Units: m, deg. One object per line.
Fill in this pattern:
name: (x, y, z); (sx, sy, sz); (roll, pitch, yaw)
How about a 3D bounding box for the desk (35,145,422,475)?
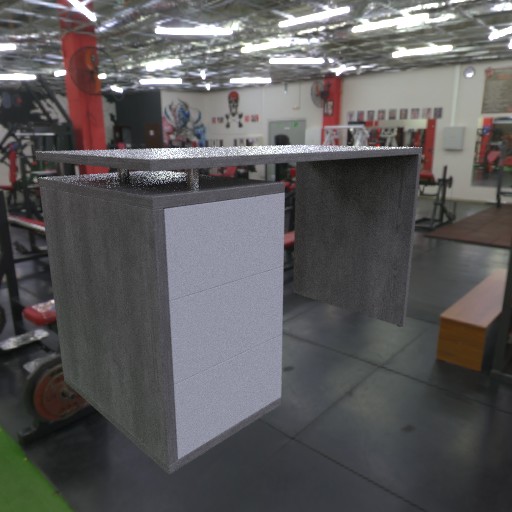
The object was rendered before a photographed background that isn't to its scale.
desk: (0.000, 0.000, 1.580); (0.600, 0.740, 1.200); (15, 21, 43)
